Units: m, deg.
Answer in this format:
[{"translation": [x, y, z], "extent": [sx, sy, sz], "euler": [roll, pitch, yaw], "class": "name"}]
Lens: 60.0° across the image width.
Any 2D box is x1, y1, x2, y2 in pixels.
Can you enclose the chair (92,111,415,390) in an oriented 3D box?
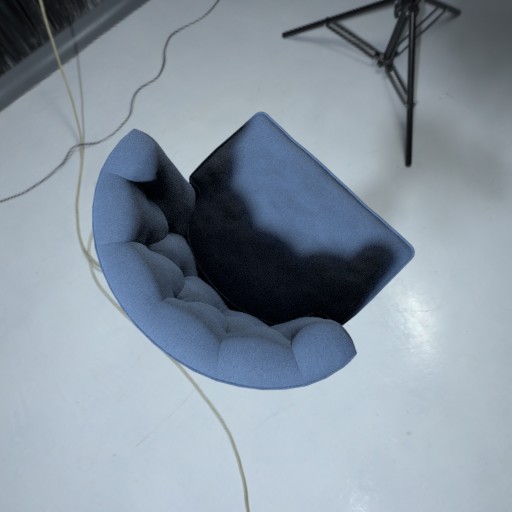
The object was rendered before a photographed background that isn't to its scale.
[{"translation": [0.000, 0.000, 1.356], "extent": [0.718, 0.771, 0.740], "euler": [-43, 79, -10], "class": "chair"}]
